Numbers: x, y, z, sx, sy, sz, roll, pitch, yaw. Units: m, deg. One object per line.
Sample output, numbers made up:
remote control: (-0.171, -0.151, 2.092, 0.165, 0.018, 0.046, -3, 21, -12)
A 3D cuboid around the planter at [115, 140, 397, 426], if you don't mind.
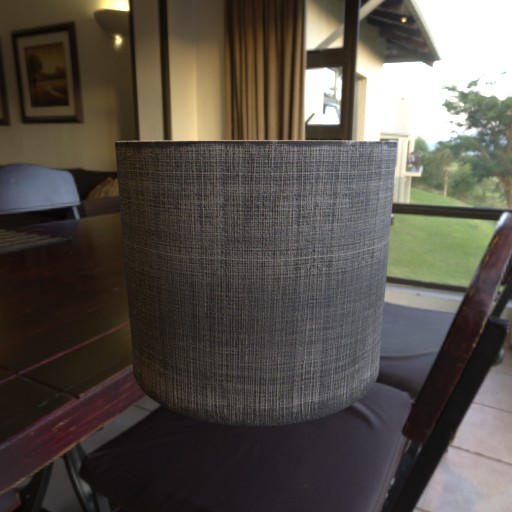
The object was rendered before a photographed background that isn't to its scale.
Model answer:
planter: (0.000, 0.000, 0.444, 0.254, 0.221, 0.254, 0, 14, 0)
